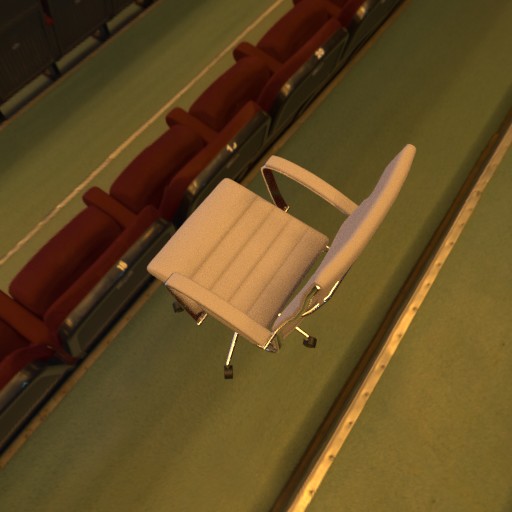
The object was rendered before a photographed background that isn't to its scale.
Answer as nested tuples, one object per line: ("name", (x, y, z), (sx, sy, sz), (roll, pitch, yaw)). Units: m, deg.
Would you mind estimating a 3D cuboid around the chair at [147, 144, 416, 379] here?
("chair", (0.000, 0.000, 1.552), (0.667, 1.149, 0.679), (32, 68, 14))
